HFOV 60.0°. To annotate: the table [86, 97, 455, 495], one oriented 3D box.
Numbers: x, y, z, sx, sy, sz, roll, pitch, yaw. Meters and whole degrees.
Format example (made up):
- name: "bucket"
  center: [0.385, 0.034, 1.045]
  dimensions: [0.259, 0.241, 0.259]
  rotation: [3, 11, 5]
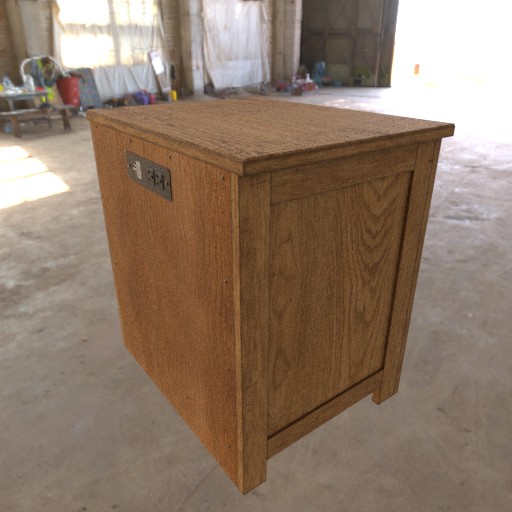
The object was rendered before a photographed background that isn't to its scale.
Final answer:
- name: "table"
  center: [0.000, 0.000, 1.025]
  dimensions: [0.494, 0.625, 0.601]
  rotation: [-18, 30, -33]
